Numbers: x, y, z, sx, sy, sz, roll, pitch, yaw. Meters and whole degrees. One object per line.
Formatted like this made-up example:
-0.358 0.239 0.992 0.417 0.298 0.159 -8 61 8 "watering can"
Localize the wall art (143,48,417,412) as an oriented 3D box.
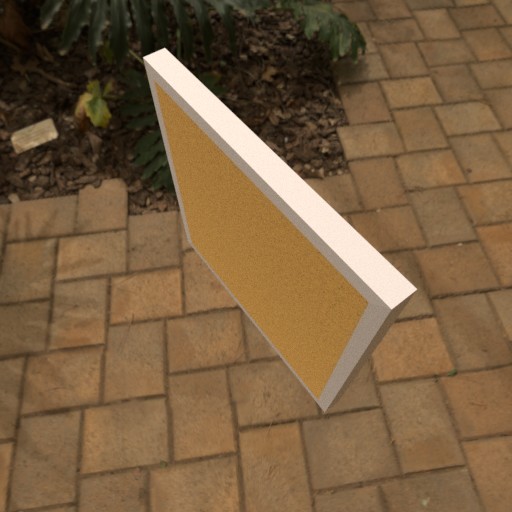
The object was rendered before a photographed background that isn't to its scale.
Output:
0.000 0.000 1.975 0.098 1.291 1.289 -33 65 -18 "wall art"
